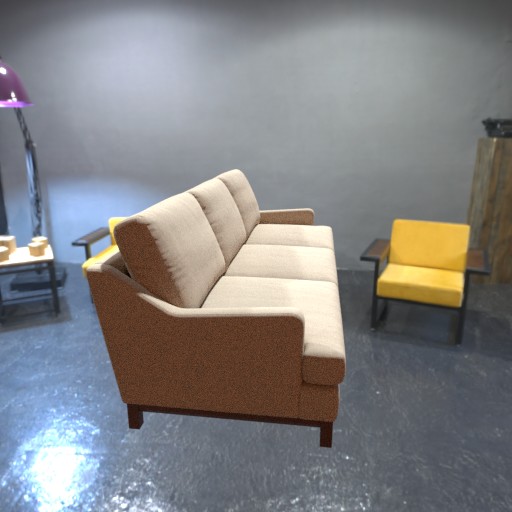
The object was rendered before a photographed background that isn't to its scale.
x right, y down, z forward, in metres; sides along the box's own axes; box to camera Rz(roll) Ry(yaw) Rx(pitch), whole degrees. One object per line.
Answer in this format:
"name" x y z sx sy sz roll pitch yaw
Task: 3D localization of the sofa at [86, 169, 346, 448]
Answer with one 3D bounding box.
"sofa" 0.000 0.000 2.773 1.000 0.913 2.321 2 16 8
